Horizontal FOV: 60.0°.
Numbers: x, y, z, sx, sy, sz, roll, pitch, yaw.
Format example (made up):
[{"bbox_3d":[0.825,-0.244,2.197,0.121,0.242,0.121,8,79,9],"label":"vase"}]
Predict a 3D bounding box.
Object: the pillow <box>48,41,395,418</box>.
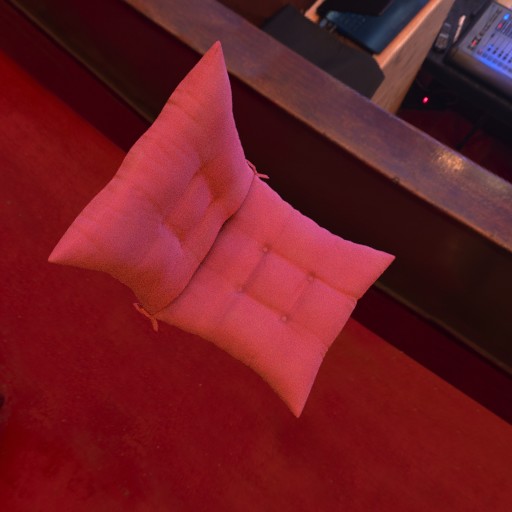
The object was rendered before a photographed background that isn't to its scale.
[{"bbox_3d":[0.000,0.000,0.997,0.585,0.536,0.541,32,78,8],"label":"pillow"}]
